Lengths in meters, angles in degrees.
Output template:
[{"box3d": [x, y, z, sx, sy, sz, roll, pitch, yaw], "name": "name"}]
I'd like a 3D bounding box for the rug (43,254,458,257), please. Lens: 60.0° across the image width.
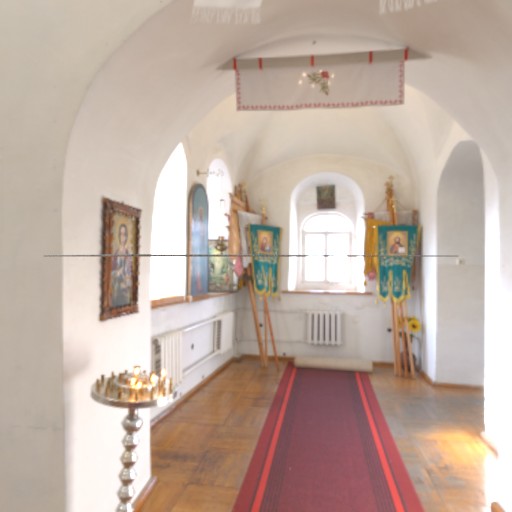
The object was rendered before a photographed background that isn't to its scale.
[{"box3d": [0.000, 0.000, 2.928, 2.283, 0.006, 1.521, 0, 0, -37], "name": "rug"}]
